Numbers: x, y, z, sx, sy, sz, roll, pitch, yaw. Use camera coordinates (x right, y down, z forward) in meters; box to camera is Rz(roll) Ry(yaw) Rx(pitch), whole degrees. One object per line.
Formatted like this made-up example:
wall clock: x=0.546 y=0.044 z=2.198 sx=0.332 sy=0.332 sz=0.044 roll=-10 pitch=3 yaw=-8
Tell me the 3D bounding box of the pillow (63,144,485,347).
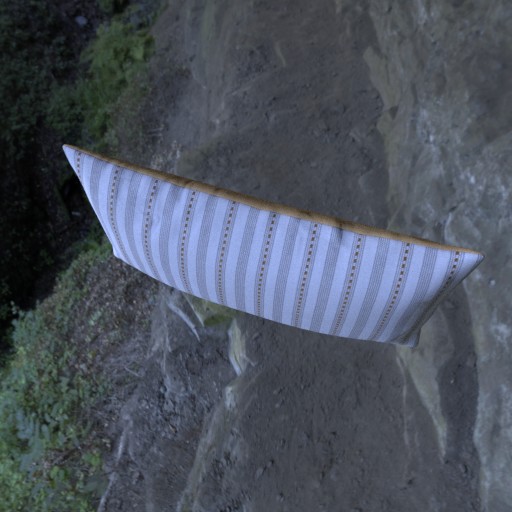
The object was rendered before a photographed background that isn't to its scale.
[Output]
pillow: x=0.000 y=0.000 z=0.723 sx=0.608 sy=0.291 sz=0.151 roll=16 pitch=59 yaw=10
